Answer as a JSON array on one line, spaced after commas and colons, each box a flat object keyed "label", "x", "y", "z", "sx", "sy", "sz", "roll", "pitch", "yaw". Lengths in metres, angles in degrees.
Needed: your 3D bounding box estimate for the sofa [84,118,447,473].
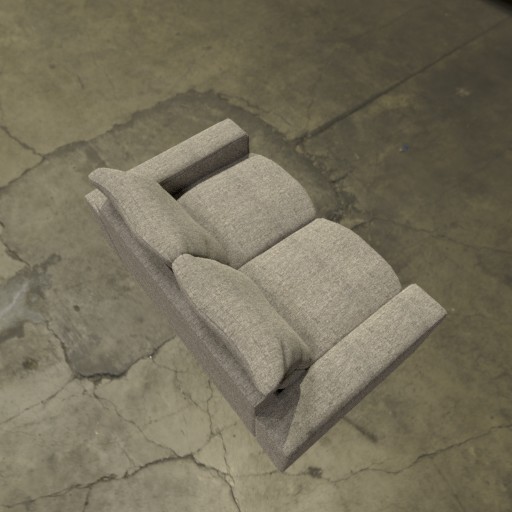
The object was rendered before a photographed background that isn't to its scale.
[{"label": "sofa", "x": 0.000, "y": 0.000, "z": 2.405, "sx": 1.094, "sy": 0.877, "sz": 1.758, "roll": -34, "pitch": 64, "yaw": -19}]
